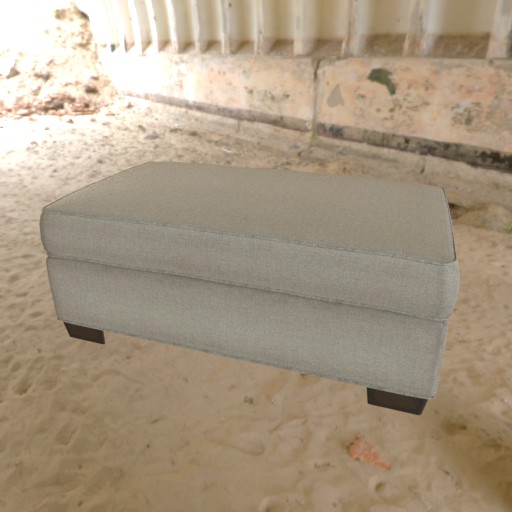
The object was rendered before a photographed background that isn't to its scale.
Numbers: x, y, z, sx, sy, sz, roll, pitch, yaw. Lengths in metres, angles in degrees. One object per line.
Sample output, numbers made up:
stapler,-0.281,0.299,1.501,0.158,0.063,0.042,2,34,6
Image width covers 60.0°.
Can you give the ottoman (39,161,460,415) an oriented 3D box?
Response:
ottoman,0.000,0.000,1.390,1.097,0.461,0.617,8,27,16
